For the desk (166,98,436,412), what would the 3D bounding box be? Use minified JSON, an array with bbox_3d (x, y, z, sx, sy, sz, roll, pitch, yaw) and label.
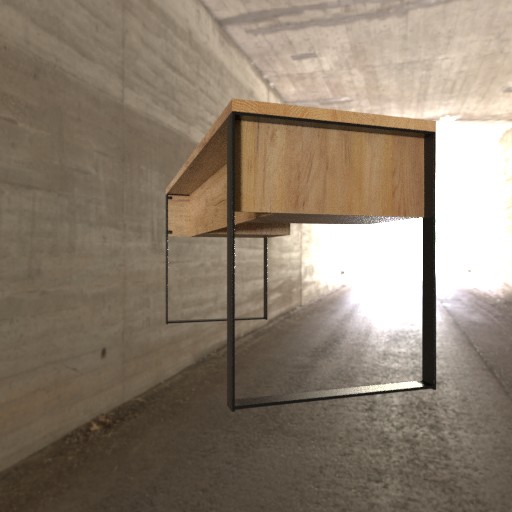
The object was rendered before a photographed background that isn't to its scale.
[{"bbox_3d":[0.000,0.000,1.888,0.600,0.760,1.520,0,0,-17],"label":"desk"}]
